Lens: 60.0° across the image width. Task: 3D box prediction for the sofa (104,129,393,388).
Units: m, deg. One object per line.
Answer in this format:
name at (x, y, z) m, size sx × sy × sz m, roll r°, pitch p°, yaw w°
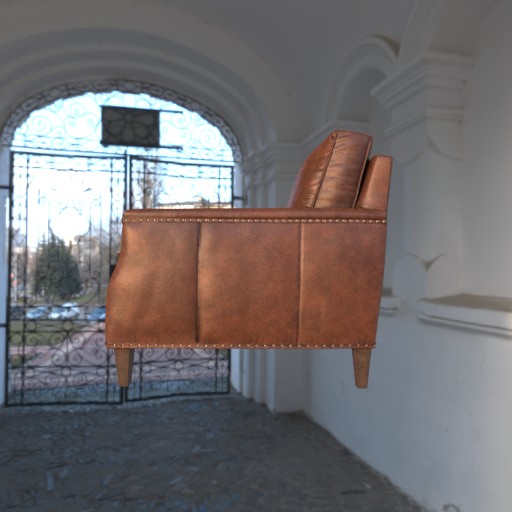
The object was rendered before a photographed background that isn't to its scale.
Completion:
sofa at (0.000, 0.000, 2.389) m, size 1.083 × 1.003 × 1.628 m, roll 0°, pitch -1°, yaw 2°
